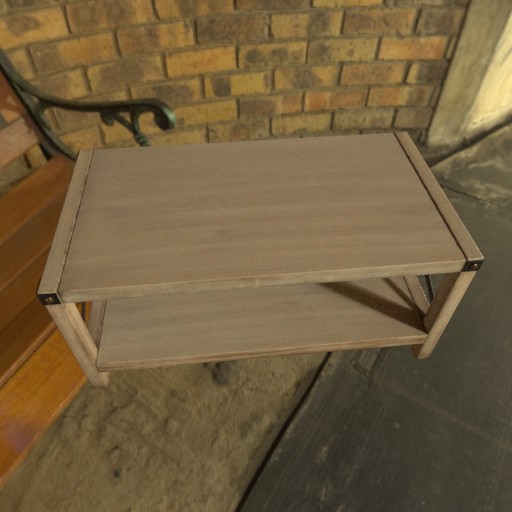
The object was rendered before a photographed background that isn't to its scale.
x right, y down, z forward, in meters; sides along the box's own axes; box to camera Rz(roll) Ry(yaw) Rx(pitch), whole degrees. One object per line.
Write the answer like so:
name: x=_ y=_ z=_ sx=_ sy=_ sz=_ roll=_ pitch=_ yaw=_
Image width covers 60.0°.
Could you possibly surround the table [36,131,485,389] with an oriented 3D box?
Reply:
table: x=0.000 y=0.000 z=1.330 sx=1.016 sy=0.456 sz=0.559 roll=-4 pitch=47 yaw=-4
